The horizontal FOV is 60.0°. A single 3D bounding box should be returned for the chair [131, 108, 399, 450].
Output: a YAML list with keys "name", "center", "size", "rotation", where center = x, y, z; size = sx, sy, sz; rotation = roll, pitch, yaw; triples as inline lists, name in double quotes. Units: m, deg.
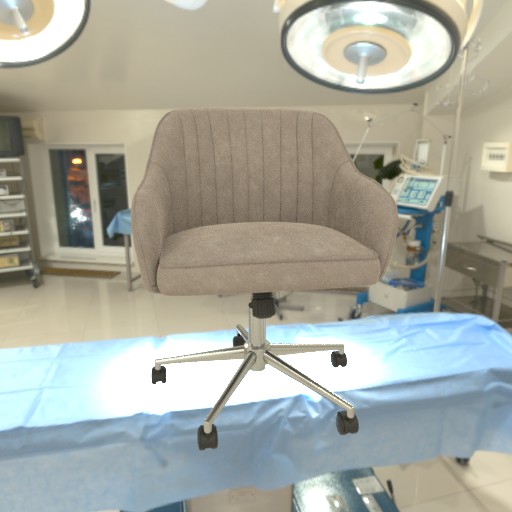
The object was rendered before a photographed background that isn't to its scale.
- name: "chair"
  center: [0.000, 0.000, 1.256]
  size: [0.635, 0.831, 0.573]
  rotation: [-2, 15, -9]
